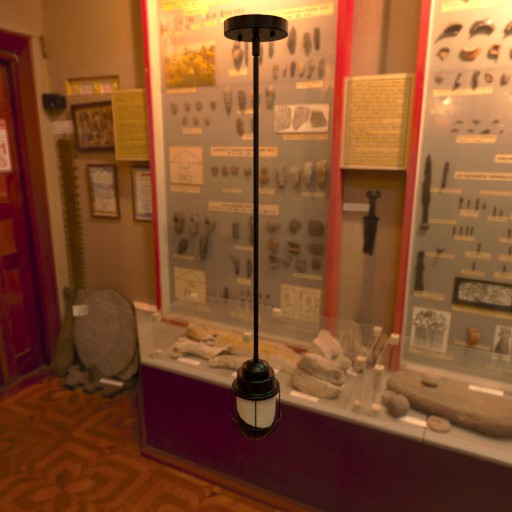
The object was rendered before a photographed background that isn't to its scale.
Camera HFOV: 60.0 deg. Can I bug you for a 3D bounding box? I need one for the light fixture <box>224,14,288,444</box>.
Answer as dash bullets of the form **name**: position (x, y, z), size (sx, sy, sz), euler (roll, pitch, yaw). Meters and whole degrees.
- **light fixture**: position (0.000, 0.000, 0.962), size (0.123, 0.920, 0.123), euler (8, 17, 27)
